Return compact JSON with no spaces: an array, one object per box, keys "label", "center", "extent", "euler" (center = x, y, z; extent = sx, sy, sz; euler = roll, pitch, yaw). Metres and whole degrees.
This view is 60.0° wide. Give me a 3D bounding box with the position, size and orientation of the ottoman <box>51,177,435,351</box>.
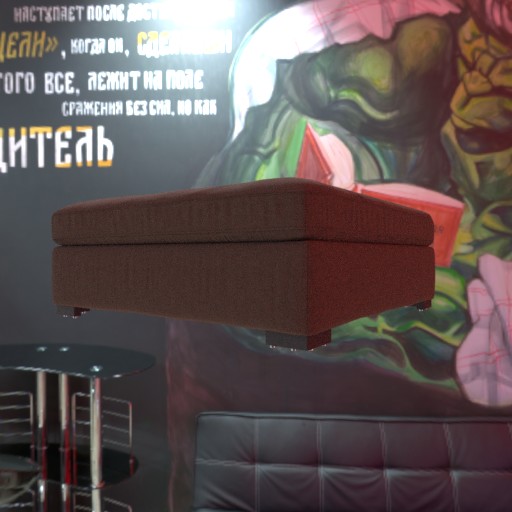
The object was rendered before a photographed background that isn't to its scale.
[{"label":"ottoman","center":[0.000,0.000,1.864],"extent":[1.181,0.470,1.181],"euler":[0,0,36]}]
